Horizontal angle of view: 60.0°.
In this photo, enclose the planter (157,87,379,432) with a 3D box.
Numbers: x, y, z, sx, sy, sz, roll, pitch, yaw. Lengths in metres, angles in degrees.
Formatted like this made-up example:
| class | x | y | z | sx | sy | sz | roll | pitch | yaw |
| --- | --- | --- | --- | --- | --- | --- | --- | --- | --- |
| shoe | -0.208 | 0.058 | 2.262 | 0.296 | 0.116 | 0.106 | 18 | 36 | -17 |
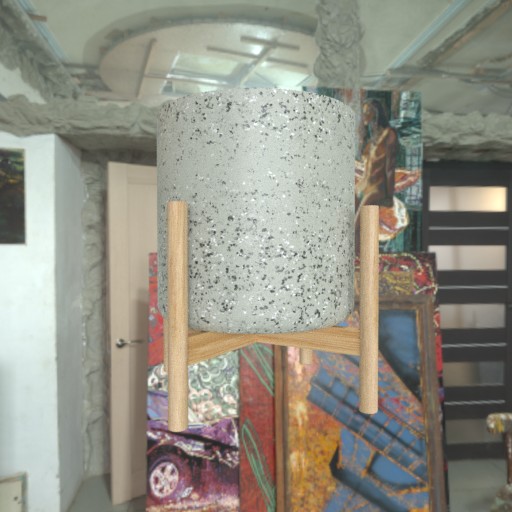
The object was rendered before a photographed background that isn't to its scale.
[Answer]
| class | x | y | z | sx | sy | sz | roll | pitch | yaw |
| --- | --- | --- | --- | --- | --- | --- | --- | --- | --- |
| planter | 0.000 | 0.000 | 0.698 | 0.360 | 0.419 | 0.360 | -1 | 2 | -35 |
